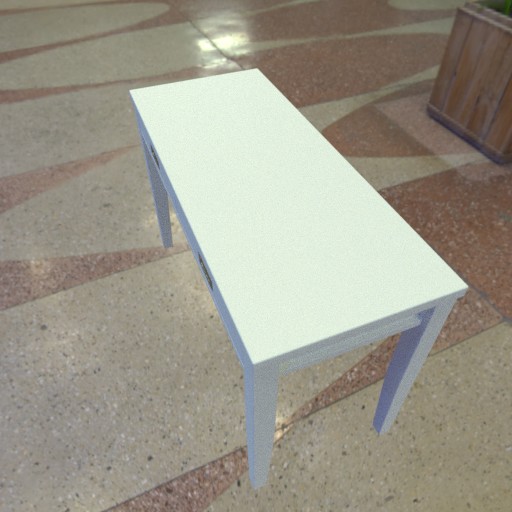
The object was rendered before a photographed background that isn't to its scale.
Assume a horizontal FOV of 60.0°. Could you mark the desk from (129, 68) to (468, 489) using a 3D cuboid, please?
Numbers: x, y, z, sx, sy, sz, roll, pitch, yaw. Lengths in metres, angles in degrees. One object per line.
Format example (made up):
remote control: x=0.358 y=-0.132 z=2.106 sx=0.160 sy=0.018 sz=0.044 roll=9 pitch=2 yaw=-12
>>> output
desk: x=0.000 y=0.000 z=1.569 sx=0.508 sy=0.775 sz=1.220 roll=-16 pitch=48 yaw=-15
